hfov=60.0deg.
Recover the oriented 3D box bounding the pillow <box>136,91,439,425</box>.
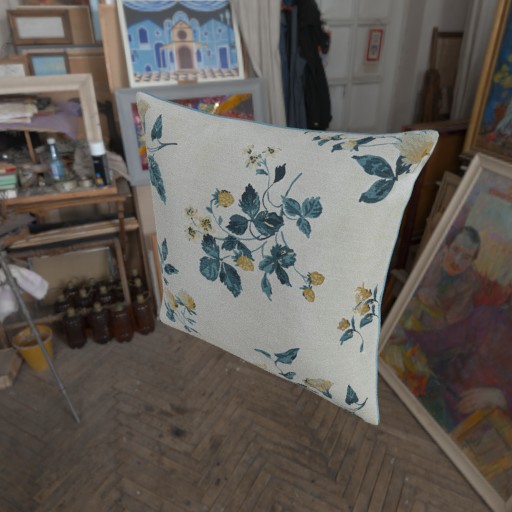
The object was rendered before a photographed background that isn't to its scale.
[{"bbox_3d":[0.000,0.000,0.782,0.526,0.507,0.166,19,34,29],"label":"pillow"}]
